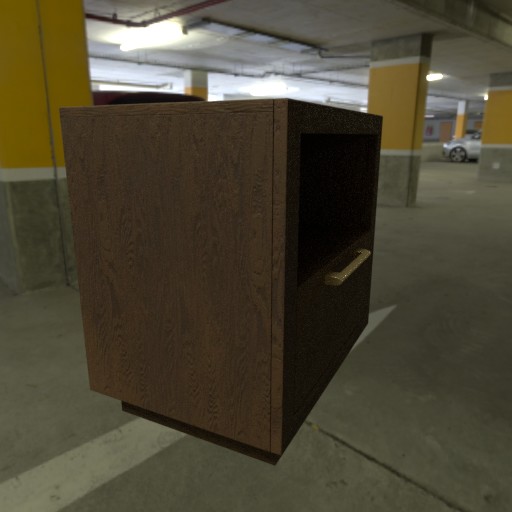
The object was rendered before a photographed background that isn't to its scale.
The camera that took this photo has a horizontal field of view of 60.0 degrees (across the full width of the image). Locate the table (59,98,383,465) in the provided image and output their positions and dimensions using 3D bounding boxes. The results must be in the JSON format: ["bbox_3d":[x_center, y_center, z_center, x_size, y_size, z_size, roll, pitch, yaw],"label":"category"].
[{"bbox_3d":[0.000,0.000,0.944,0.439,0.585,0.560,8,17,26],"label":"table"}]
